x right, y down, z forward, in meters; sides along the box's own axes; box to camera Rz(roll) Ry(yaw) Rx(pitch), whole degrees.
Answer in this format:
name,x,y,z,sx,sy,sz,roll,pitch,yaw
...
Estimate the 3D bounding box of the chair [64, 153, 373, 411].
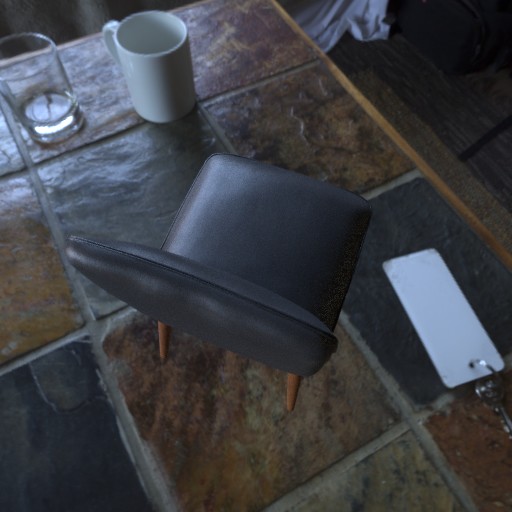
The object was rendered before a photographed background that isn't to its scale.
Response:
name,x,y,z,sx,sy,sz,roll,pitch,yaw
chair,0.000,0.000,1.166,0.543,0.801,0.645,15,64,8
